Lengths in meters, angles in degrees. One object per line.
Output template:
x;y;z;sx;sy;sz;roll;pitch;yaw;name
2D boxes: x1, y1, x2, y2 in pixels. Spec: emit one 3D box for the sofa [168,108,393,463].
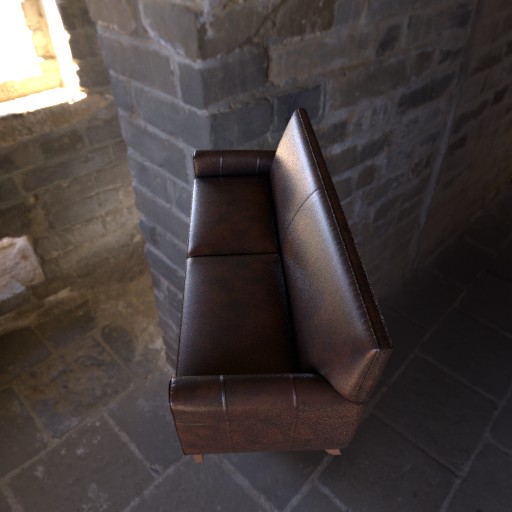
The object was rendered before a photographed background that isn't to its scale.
0.000;0.000;2.448;0.786;0.871;1.995;-2;40;-3;sofa
